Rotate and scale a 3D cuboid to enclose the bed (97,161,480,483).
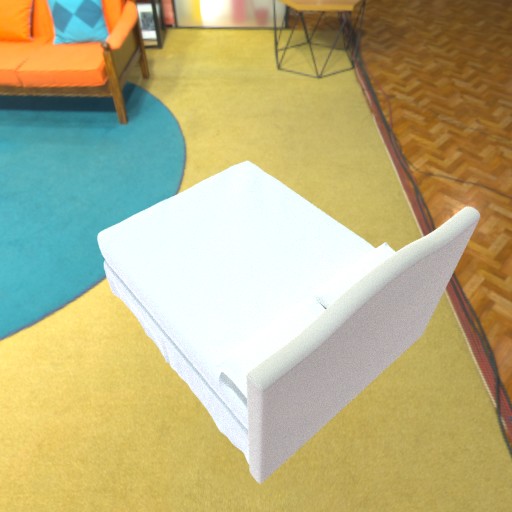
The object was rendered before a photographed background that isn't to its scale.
[{"bbox_3d":[0.000,0.000,3.267,1.753,1.460,2.143,-32,54,-26],"label":"bed"}]
